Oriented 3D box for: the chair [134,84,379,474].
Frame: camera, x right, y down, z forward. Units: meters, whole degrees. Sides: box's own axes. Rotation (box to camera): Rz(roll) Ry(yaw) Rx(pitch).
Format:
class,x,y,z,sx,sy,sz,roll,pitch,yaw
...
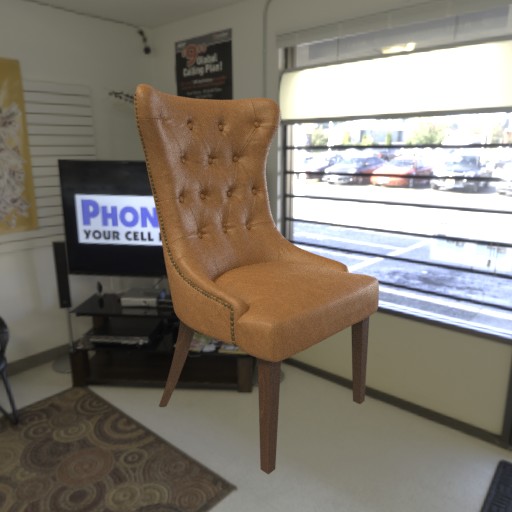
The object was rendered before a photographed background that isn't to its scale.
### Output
class,x,y,z,sx,sy,sz,roll,pitch,yaw
chair,0.000,0.000,1.474,0.669,1.065,0.611,13,19,42
